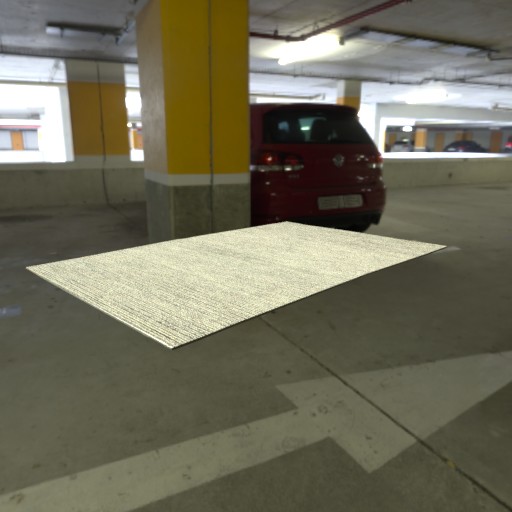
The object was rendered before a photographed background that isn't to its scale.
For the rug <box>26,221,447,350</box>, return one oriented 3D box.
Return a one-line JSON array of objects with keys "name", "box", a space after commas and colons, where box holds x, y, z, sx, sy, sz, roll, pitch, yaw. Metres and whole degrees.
[{"name": "rug", "box": [0.000, 0.000, 2.205, 1.789, 0.021, 1.159, -13, 19, -43]}]
